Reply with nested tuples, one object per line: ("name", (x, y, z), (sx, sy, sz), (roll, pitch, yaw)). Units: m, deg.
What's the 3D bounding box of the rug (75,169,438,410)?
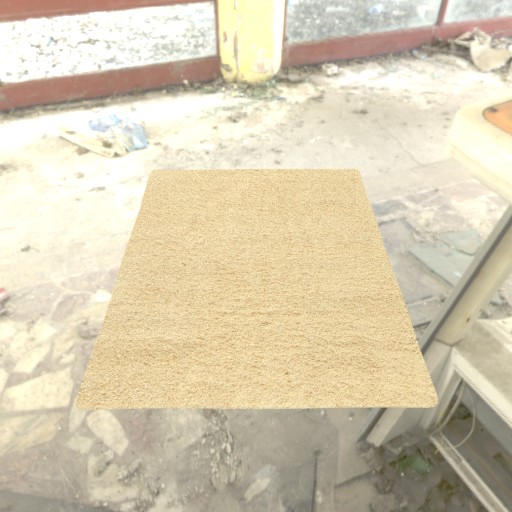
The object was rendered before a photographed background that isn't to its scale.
("rug", (0.000, 0.000, 4.018), (2.401, 0.025, 3.001), (0, 42, 0))
